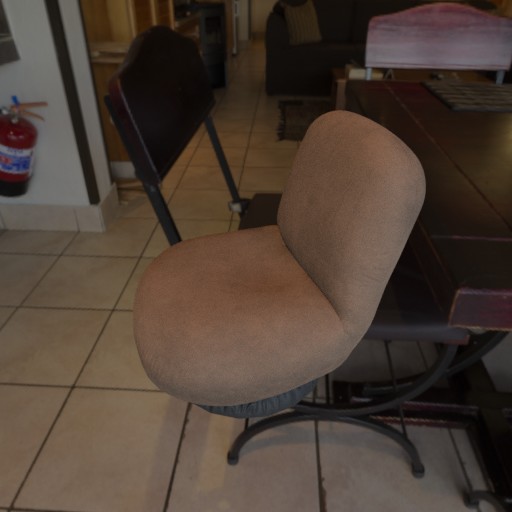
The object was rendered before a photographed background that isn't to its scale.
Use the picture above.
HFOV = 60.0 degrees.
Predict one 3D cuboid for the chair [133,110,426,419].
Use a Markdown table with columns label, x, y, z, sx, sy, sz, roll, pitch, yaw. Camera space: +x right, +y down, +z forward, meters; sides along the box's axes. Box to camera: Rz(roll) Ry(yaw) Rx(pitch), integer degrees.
| label | x | y | z | sx | sy | sz | roll | pitch | yaw |
| --- | --- | --- | --- | --- | --- | --- | --- | --- | --- |
| chair | 0.000 | 0.000 | 1.028 | 0.597 | 0.594 | 0.521 | -8 | 33 | -13 |
